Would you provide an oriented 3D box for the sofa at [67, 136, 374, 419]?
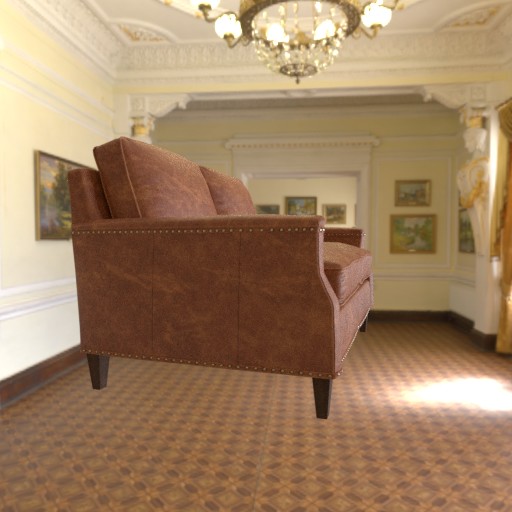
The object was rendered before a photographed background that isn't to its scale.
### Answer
[{"bbox_3d":[0.000,0.000,2.277,1.084,1.003,1.597,1,2,19],"label":"sofa"}]
